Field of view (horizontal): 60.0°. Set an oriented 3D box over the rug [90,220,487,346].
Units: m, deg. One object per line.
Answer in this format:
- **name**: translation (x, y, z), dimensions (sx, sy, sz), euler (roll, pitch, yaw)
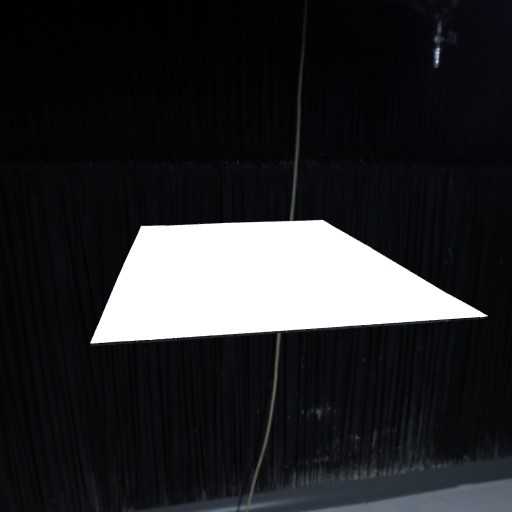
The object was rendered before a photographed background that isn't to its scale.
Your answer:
- **rug**: translation (0.000, 0.000, 3.559), dimensions (2.032, 0.038, 2.869), euler (-2, 15, -9)
